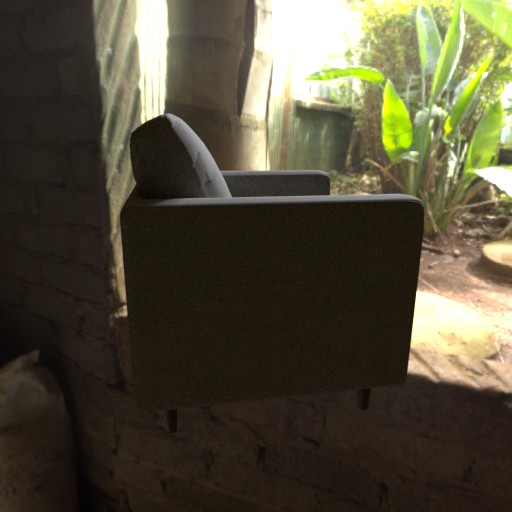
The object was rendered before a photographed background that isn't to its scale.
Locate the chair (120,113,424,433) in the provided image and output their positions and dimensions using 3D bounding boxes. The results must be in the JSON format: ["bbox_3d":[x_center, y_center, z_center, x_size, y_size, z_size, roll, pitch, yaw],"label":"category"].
[{"bbox_3d":[0.000,0.000,1.530,0.800,0.927,0.855,-3,16,-10],"label":"chair"}]
